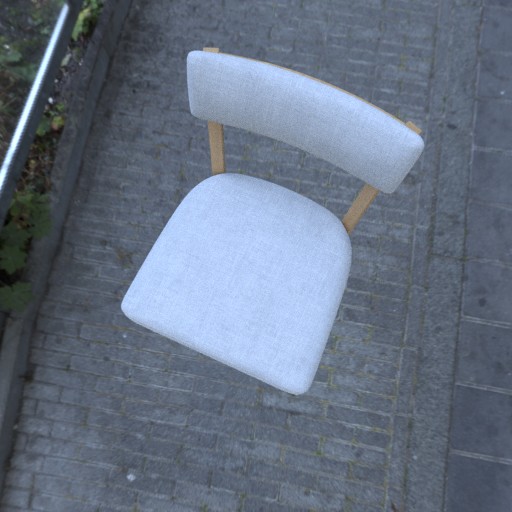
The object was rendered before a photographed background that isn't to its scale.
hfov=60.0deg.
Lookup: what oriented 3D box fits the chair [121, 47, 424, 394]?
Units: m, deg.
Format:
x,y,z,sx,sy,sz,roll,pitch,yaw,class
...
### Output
x,y,z,sx,sy,sz,roll,pitch,yaw,class
0.000,0.000,1.176,0.508,0.832,0.572,23,77,6,chair
